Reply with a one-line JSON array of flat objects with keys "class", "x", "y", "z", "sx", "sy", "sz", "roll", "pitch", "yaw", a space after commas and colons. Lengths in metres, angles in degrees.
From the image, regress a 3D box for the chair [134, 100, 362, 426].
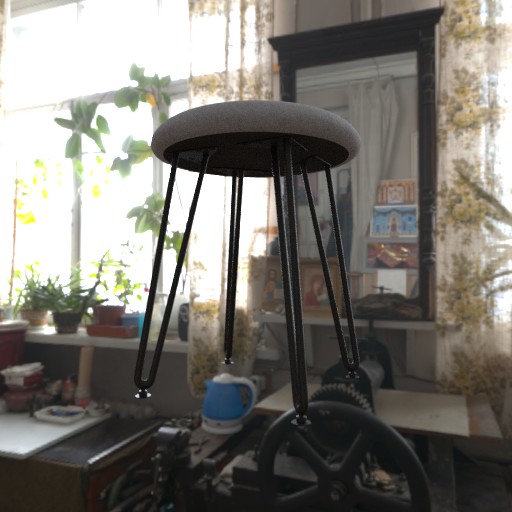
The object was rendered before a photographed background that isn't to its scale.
[{"class": "chair", "x": 0.000, "y": 0.000, "z": 0.662, "sx": 0.350, "sy": 0.386, "sz": 0.350, "roll": 0, "pitch": -1, "yaw": -18}]
